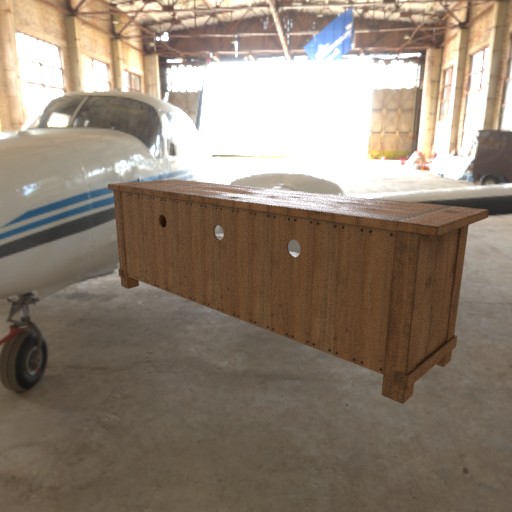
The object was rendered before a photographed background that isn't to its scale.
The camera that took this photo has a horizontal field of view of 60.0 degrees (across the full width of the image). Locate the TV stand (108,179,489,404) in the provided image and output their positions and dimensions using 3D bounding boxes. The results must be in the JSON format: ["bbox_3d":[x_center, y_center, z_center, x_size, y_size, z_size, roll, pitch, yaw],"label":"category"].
[{"bbox_3d":[0.000,0.000,2.040,1.804,0.573,0.453,13,20,42],"label":"TV stand"}]
